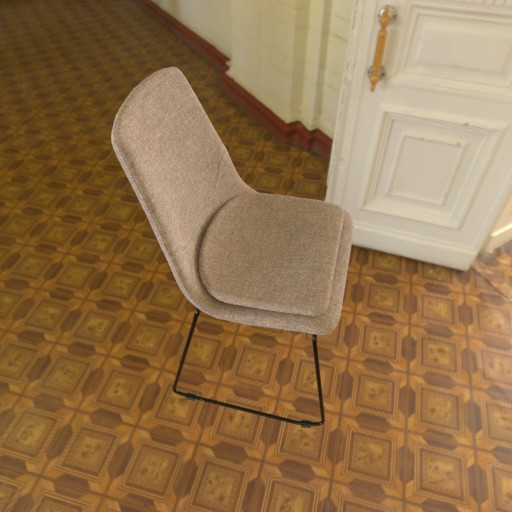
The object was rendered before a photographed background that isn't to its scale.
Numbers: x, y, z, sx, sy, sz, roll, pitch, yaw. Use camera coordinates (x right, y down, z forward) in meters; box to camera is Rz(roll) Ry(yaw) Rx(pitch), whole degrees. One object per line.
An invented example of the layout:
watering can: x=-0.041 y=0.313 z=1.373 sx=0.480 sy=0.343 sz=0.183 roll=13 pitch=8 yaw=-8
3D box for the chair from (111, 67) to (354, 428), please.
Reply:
chair: x=0.000 y=0.000 z=1.162 sx=0.518 sy=0.858 sz=0.479 roll=11 pitch=48 yaw=10
